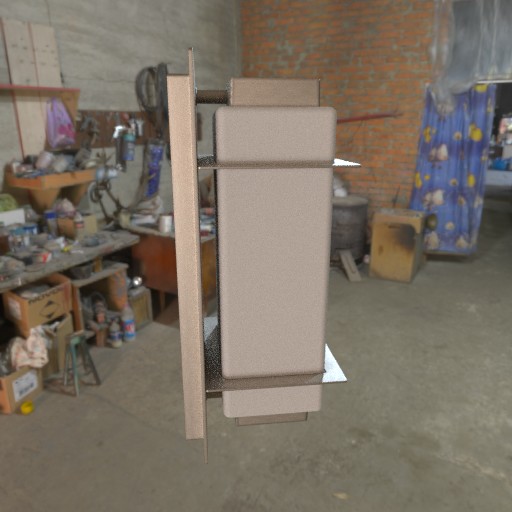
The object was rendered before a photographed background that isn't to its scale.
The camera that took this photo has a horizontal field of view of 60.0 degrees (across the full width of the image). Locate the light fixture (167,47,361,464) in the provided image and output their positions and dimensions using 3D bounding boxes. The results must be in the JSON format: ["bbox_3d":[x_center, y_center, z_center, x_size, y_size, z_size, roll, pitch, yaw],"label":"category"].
[{"bbox_3d":[0.000,0.000,0.474,0.160,0.380,0.168,-2,16,-7],"label":"light fixture"}]
